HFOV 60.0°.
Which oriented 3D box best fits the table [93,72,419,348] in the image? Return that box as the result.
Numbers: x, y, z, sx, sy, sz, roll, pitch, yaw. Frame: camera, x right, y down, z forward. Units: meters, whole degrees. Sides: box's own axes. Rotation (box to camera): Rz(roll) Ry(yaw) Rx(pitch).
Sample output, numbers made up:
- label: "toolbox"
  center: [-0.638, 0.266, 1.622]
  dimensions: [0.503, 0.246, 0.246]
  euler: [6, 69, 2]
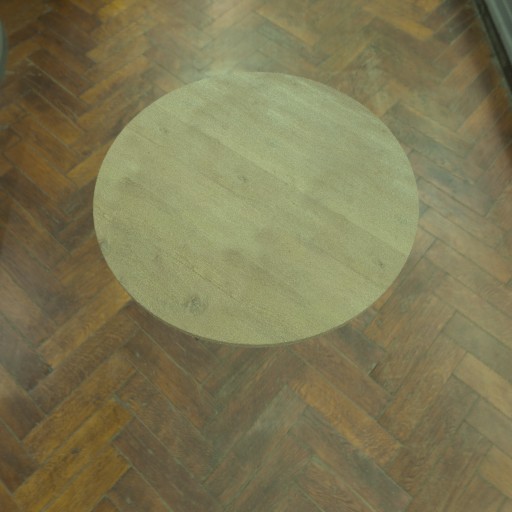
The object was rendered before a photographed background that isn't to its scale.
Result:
- label: "table"
  center: [0.000, 0.000, 1.449]
  dimensions: [0.800, 0.780, 0.800]
  euler: [0, 64, 0]
